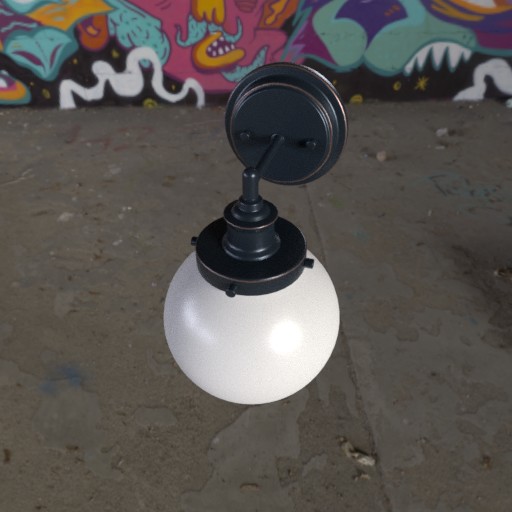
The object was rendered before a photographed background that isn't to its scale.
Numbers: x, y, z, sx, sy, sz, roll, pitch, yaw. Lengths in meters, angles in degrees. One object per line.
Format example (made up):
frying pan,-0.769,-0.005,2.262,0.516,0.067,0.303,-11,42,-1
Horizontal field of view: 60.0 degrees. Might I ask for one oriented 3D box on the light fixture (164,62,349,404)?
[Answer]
light fixture,0.000,0.000,0.472,0.197,0.332,0.230,11,41,13
